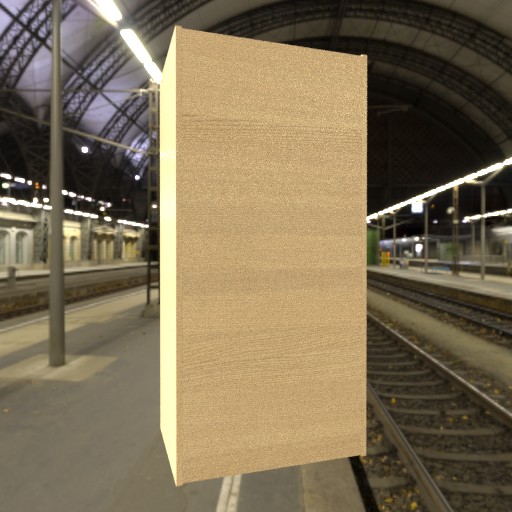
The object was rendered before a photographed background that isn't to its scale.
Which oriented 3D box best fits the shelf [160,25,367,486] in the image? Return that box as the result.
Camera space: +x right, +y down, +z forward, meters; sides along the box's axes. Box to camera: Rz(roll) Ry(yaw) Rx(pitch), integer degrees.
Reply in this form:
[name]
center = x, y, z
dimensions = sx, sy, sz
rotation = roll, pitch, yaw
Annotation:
[shelf]
center = 0.000, 0.000, 1.045
dimensions = 0.417, 0.876, 0.292
rotation = 0, 1, -18
